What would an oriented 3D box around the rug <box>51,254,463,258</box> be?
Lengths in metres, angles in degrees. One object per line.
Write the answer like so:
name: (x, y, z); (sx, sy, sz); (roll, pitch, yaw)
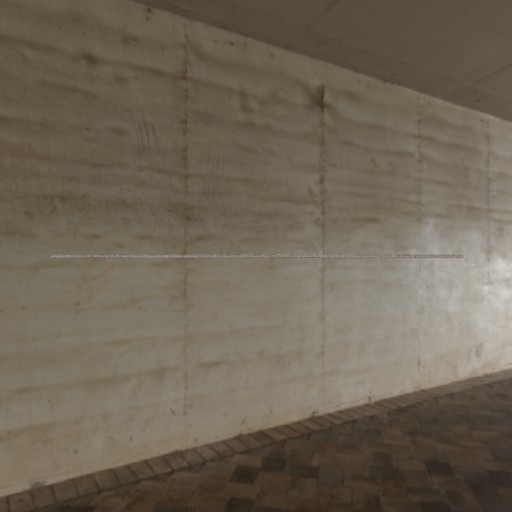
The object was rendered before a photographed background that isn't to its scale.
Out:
rug: (0.000, 0.000, 0.905); (0.548, 0.006, 0.639); (0, 0, 0)
